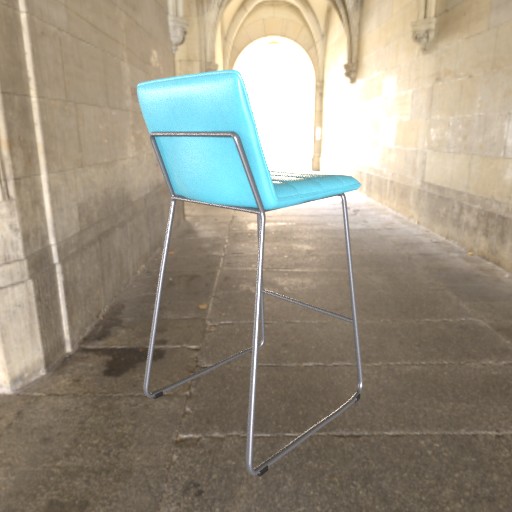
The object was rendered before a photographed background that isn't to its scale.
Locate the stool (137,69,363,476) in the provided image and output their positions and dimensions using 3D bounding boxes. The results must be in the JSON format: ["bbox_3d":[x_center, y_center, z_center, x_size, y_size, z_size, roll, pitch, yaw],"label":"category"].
[{"bbox_3d":[0.000,0.000,1.283,0.489,0.936,0.524,15,21,43],"label":"stool"}]
